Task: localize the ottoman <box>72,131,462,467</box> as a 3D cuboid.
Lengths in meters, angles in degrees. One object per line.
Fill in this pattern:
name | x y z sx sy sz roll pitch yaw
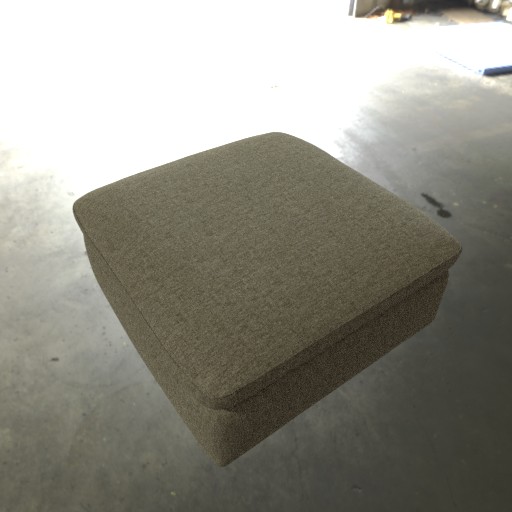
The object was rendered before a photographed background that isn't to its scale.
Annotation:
ottoman | 0.000 0.000 1.658 1.035 0.526 1.039 -25 47 -26
